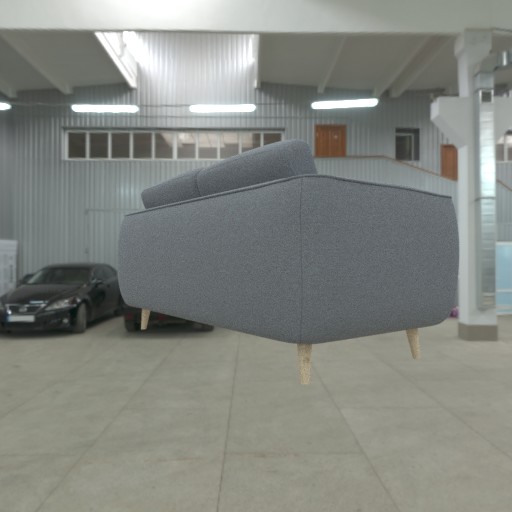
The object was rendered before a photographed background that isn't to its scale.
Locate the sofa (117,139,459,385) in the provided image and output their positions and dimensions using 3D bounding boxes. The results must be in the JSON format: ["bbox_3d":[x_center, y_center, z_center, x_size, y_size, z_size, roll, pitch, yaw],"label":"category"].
[{"bbox_3d":[0.000,0.000,2.215,0.920,0.850,1.700,0,0,-36],"label":"sofa"}]
